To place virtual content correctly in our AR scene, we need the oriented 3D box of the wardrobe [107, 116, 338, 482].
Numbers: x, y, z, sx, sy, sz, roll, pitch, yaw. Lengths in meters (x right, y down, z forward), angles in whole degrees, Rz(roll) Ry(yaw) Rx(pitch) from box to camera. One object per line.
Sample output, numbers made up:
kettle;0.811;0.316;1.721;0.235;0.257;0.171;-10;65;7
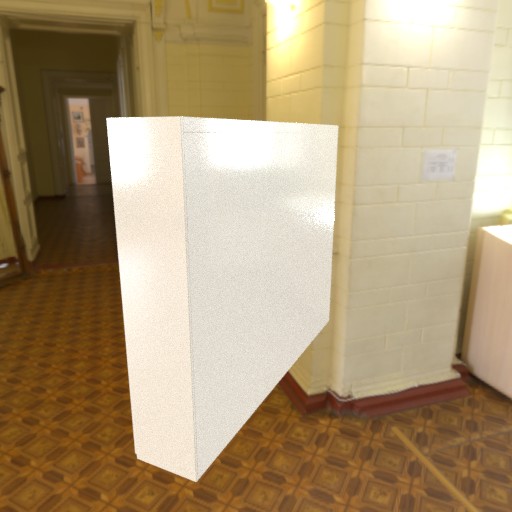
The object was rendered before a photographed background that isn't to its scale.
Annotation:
wardrobe;0.000;0.000;4.102;0.580;2.360;3.000;7;17;25
